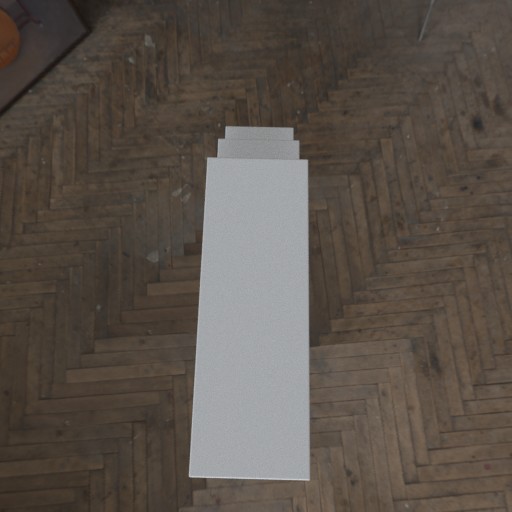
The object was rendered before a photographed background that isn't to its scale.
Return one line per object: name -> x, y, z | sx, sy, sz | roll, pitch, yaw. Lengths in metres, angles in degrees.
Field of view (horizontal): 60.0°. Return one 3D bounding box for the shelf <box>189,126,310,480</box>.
shelf -> 0.000, 0.000, 0.730 | 0.140, 0.293, 0.610 | 1, 75, 0
